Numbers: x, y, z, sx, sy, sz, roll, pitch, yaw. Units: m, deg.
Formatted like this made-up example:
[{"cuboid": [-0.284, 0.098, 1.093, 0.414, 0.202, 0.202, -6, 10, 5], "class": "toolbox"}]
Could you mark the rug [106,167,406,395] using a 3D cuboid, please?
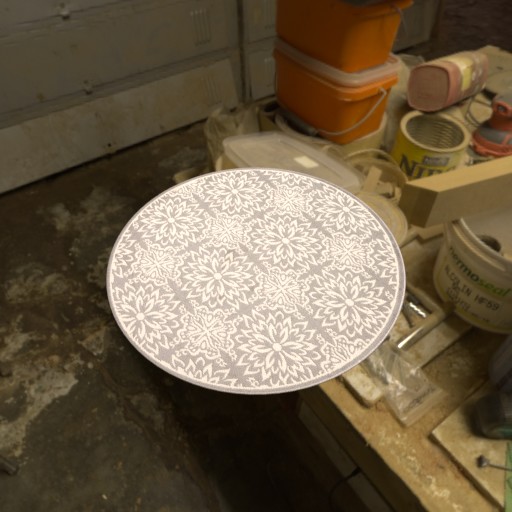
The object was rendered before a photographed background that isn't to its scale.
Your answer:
[{"cuboid": [0.000, 0.000, 2.418, 1.593, 0.012, 1.593, 0, 48, 0], "class": "rug"}]
